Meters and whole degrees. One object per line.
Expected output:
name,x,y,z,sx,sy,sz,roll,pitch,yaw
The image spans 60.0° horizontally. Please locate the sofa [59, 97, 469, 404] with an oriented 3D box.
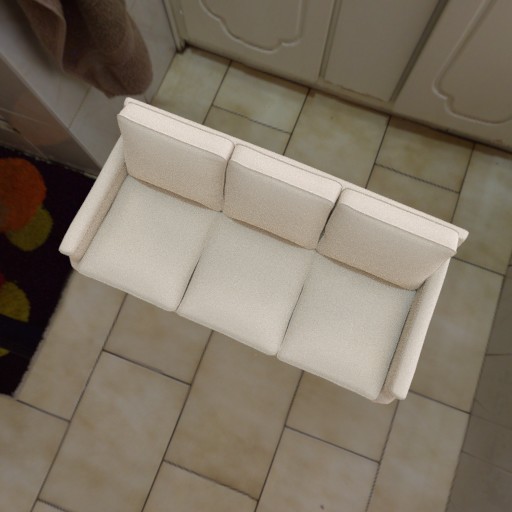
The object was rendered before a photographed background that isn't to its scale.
sofa,0.000,0.000,2.822,2.246,1.003,1.084,23,78,5
